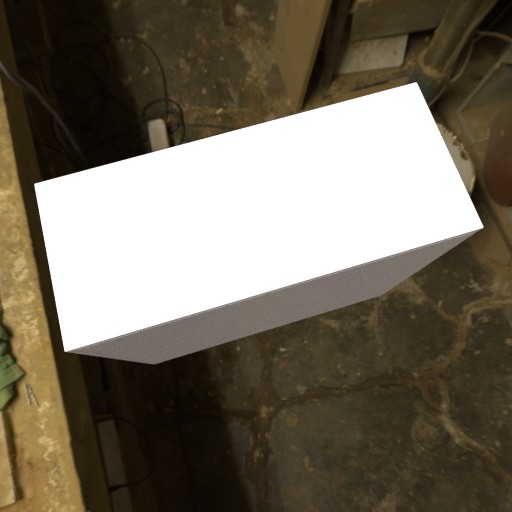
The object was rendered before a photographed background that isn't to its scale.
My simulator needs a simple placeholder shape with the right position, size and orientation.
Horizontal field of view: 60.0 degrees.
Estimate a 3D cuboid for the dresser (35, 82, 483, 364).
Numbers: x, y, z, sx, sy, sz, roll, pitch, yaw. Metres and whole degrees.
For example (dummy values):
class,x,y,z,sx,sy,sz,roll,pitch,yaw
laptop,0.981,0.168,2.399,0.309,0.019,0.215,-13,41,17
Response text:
class,x,y,z,sx,sy,sz,roll,pitch,yaw
dresser,0.000,0.000,1.650,1.100,1.000,0.460,-16,75,-4
